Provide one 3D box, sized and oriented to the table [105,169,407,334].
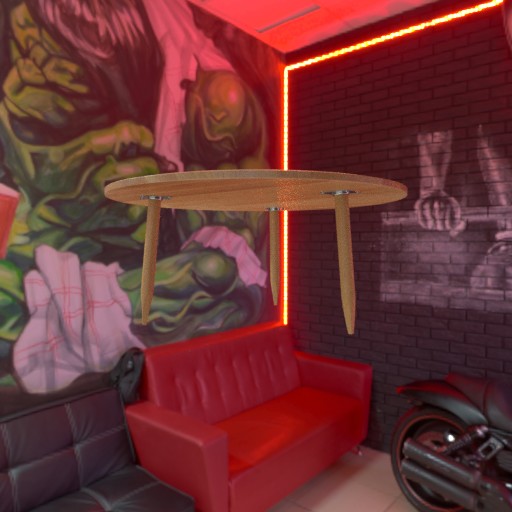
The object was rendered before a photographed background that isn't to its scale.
[{"bbox_3d":[0.000,0.000,1.397,0.900,0.400,0.900,0,1,0],"label":"table"}]
